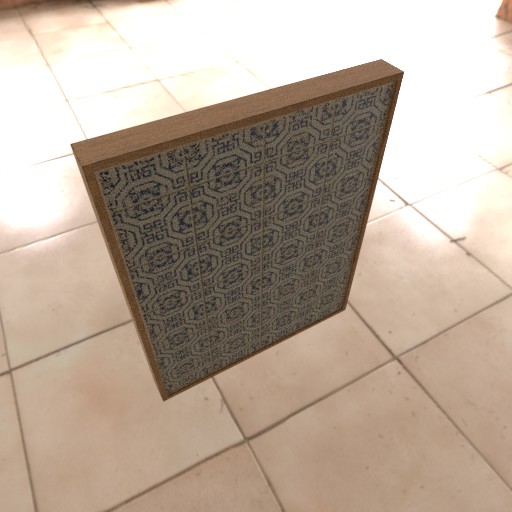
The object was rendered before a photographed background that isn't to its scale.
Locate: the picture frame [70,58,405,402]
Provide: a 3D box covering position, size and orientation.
[{"bbox_3d":[0.000,0.000,0.713,0.421,0.526,0.046,-23,51,-20],"label":"picture frame"}]
